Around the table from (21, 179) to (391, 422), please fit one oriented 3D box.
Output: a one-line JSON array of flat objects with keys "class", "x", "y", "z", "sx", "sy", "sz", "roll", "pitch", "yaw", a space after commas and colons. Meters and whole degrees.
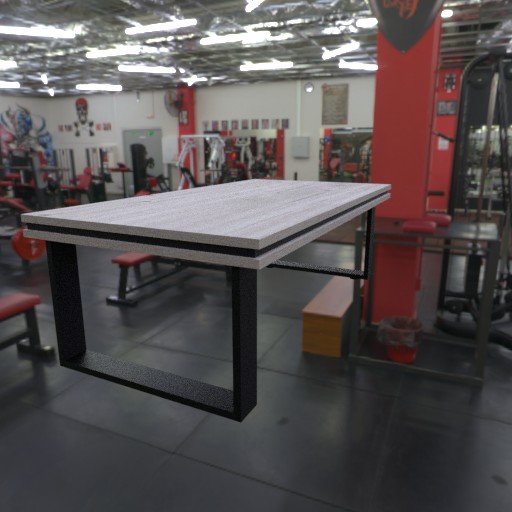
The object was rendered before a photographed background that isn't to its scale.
[{"class": "table", "x": 0.000, "y": 0.000, "z": 1.648, "sx": 0.700, "sy": 0.450, "sz": 1.350, "roll": 7, "pitch": 16, "yaw": 26}]
